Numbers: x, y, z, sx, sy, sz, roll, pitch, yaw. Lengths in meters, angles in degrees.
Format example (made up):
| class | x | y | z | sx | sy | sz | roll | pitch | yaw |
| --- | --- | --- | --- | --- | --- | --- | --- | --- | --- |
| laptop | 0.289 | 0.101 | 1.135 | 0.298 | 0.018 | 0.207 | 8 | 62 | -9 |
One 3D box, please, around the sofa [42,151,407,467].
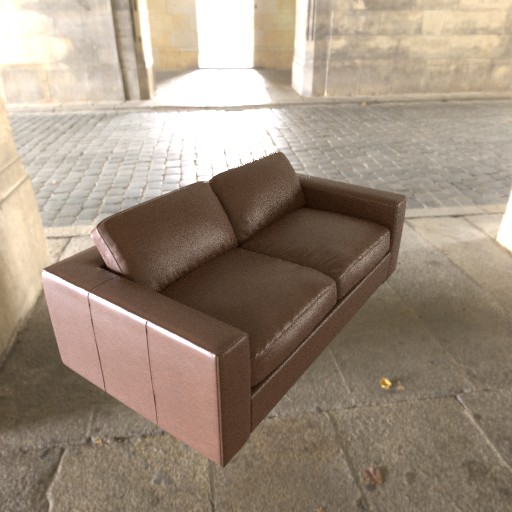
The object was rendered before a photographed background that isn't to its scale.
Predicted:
| class | x | y | z | sx | sy | sz | roll | pitch | yaw |
| --- | --- | --- | --- | --- | --- | --- | --- | --- | --- |
| sofa | 0.000 | 0.000 | 2.486 | 1.070 | 0.800 | 1.920 | 18 | 33 | 31 |
